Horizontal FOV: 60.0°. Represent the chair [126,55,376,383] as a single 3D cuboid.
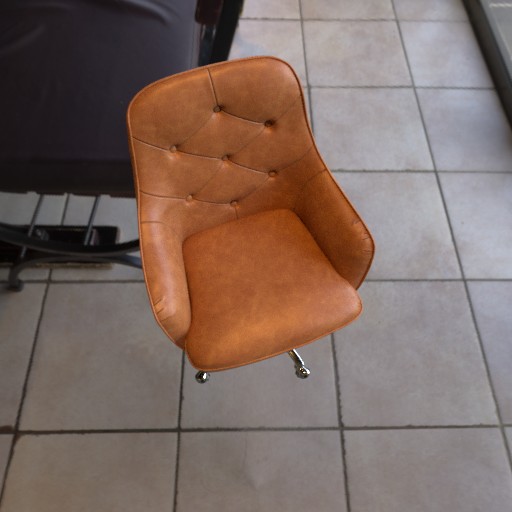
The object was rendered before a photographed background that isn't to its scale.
[{"bbox_3d":[0.000,0.000,1.317,0.628,0.909,0.615,-17,64,-9],"label":"chair"}]
